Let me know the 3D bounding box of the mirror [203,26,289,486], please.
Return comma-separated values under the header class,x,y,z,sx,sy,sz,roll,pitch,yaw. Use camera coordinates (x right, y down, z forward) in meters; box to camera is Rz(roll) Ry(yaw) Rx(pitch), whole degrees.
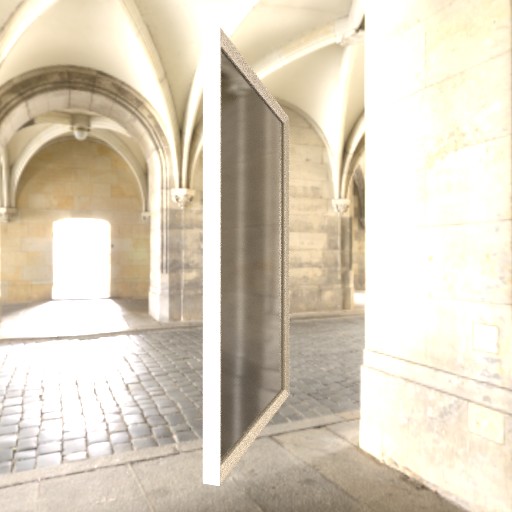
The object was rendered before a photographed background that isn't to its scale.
class,x,y,z,sx,sy,sz,roll,pitch,yaw
mirror,0.000,0.000,1.178,0.041,0.915,0.609,0,0,17
